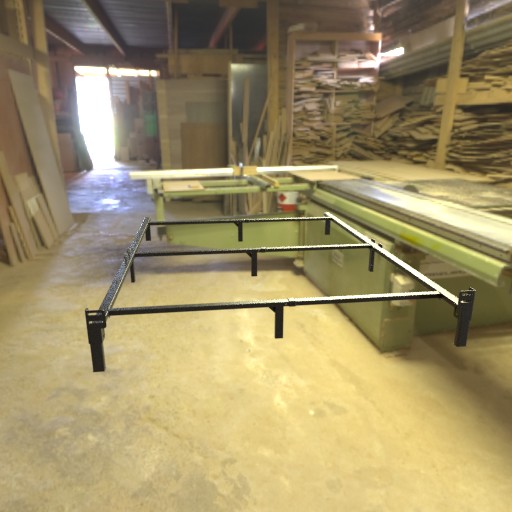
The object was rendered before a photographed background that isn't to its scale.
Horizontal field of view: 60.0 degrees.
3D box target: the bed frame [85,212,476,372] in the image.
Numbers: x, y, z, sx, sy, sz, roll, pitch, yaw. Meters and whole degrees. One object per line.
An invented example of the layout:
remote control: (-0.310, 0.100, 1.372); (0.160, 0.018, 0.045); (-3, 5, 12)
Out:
bed frame: (0.000, 0.000, 2.641); (1.498, 0.248, 1.990); (-2, 17, -7)
